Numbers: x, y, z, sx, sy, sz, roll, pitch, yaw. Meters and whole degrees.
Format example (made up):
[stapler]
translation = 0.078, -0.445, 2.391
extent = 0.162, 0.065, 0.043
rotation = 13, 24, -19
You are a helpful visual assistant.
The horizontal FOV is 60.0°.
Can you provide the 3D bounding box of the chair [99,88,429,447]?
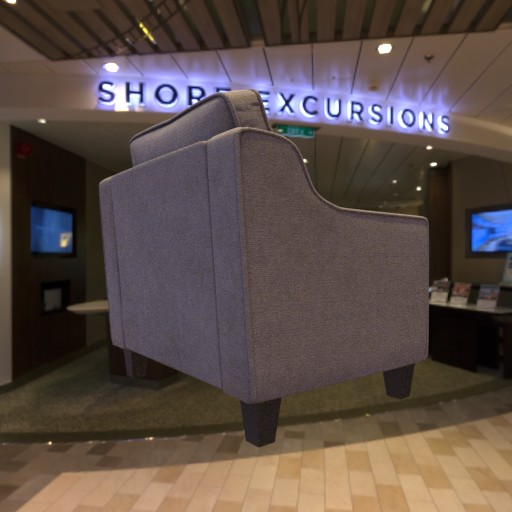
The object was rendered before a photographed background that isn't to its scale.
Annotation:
[chair]
translation = 0.000, 0.000, 1.616
extent = 0.840, 0.944, 0.926
rotation = 0, 0, -38
